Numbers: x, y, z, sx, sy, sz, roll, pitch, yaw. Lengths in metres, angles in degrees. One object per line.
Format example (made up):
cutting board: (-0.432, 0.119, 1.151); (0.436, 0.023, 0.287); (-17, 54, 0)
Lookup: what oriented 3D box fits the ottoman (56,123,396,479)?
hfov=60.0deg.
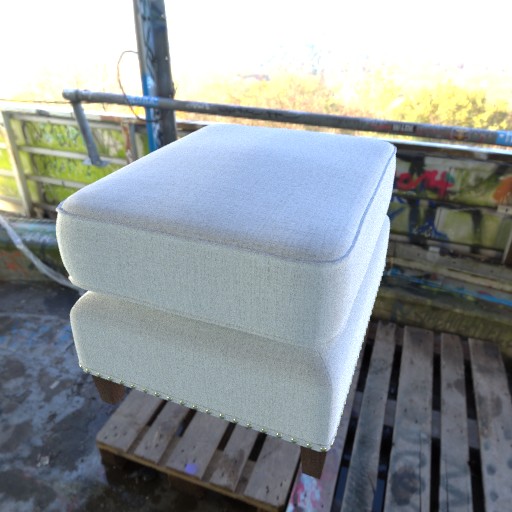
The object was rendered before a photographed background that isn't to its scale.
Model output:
ottoman: (0.000, 0.000, 1.111); (0.589, 0.537, 0.738); (11, 32, 19)
